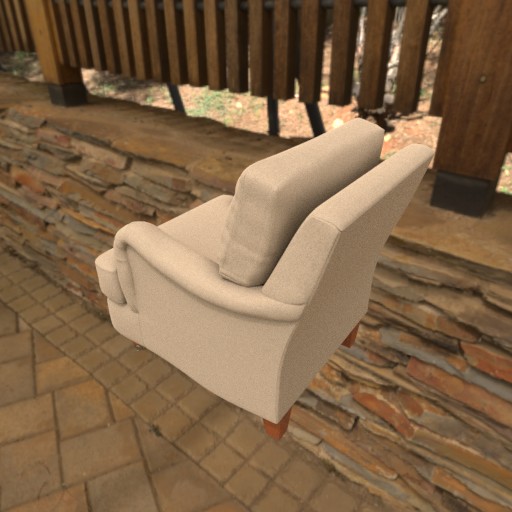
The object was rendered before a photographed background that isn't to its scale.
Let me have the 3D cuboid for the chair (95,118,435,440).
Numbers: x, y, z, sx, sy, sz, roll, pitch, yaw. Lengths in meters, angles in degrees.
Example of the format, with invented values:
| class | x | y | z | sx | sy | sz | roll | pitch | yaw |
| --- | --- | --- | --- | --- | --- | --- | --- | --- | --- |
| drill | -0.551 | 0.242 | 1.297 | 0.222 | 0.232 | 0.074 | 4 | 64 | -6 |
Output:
| class | x | y | z | sx | sy | sz | roll | pitch | yaw |
| --- | --- | --- | --- | --- | --- | --- | --- | --- | --- |
| chair | 0.000 | 0.000 | 1.860 | 1.078 | 1.076 | 0.895 | 19 | 35 | 30 |
